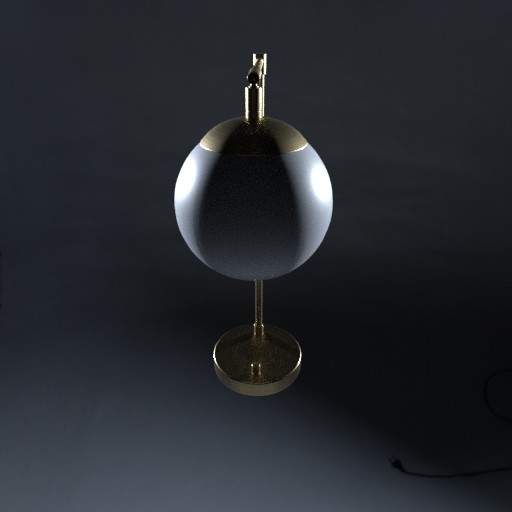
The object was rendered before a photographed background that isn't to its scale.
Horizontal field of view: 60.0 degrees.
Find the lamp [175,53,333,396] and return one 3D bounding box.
[{"bbox_3d":[0.000,0.000,0.696,0.207,0.559,0.324,2,30,3],"label":"lamp"}]
